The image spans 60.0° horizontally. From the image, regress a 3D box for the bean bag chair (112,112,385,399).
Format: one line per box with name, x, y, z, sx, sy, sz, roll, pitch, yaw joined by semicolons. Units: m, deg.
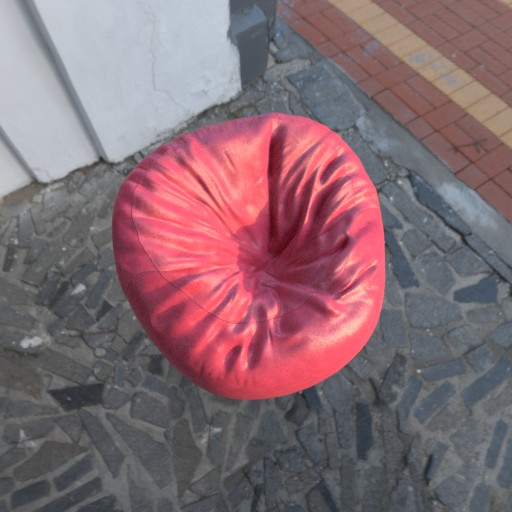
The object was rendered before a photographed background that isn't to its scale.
bean bag chair;0.000;0.000;2.538;1.524;0.878;1.524;-16;65;-8
